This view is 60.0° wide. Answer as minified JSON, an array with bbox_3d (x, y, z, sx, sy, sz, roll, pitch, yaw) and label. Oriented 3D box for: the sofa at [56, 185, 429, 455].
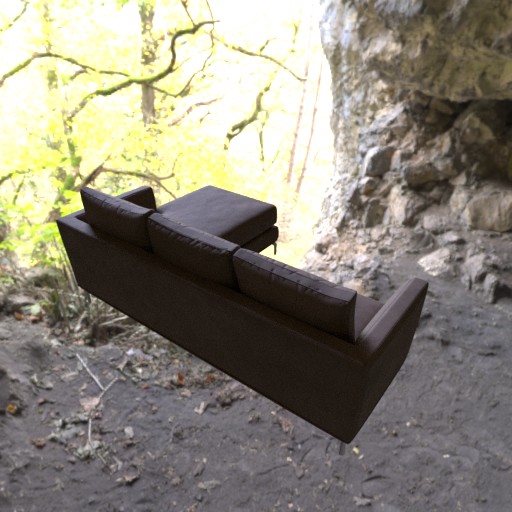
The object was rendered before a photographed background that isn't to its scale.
[{"bbox_3d":[0.000,0.000,3.255,2.438,0.987,1.622,21,37,31],"label":"sofa"}]
